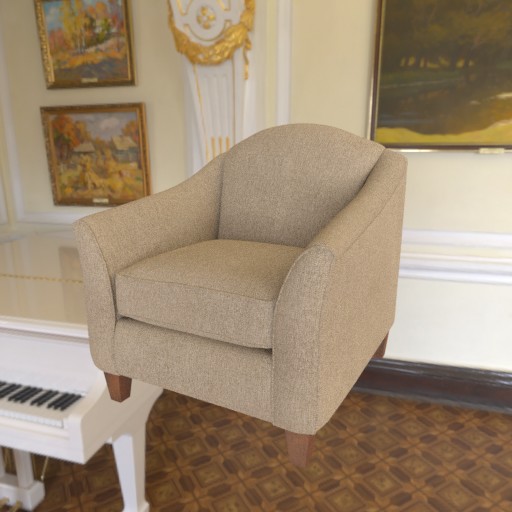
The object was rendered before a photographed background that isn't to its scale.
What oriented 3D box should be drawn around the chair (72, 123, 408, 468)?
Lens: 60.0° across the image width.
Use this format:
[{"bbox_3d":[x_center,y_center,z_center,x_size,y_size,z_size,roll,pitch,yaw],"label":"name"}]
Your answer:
[{"bbox_3d":[0.000,0.000,1.403,0.763,0.839,0.787,7,15,28],"label":"chair"}]
